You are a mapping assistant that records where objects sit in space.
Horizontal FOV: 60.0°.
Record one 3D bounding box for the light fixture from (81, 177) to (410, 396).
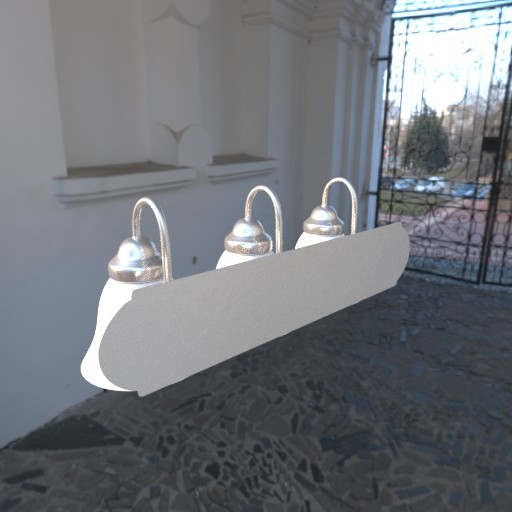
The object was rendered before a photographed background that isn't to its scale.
[{"bbox_3d":[0.000,0.000,0.692,0.610,0.222,0.199,-14,20,-42],"label":"light fixture"}]
